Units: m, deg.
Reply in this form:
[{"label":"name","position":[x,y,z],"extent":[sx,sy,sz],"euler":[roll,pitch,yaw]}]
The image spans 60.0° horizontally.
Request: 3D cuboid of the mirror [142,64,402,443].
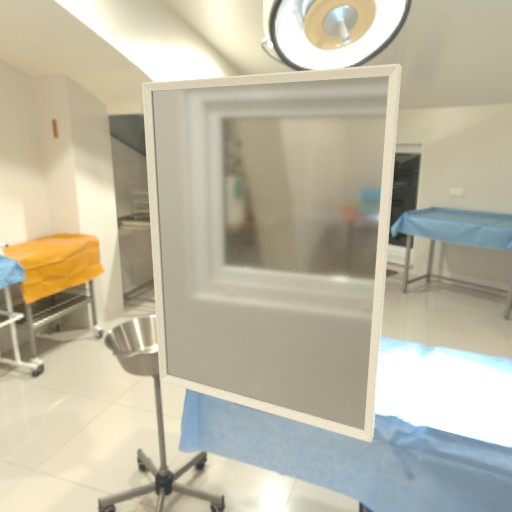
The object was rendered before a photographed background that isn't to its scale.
[{"label":"mirror","position":[0.000,0.000,1.335],"extent":[0.762,1.016,0.041],"euler":[7,16,26]}]
